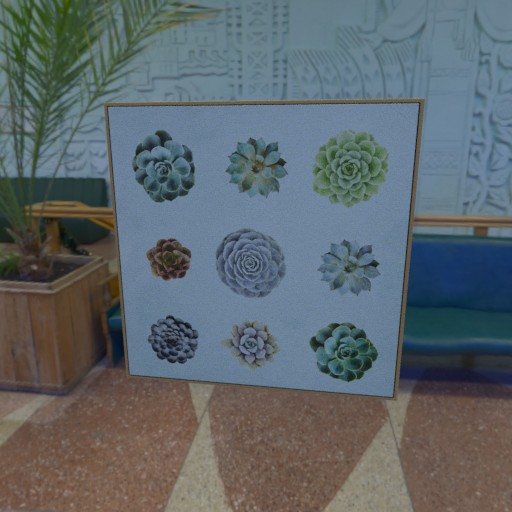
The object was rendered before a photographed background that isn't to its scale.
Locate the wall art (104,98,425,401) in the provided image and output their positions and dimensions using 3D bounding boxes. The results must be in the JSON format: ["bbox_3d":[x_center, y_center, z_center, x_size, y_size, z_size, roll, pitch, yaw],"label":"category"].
[{"bbox_3d":[0.000,0.000,0.687,0.457,0.455,0.013,2,15,9],"label":"wall art"}]
